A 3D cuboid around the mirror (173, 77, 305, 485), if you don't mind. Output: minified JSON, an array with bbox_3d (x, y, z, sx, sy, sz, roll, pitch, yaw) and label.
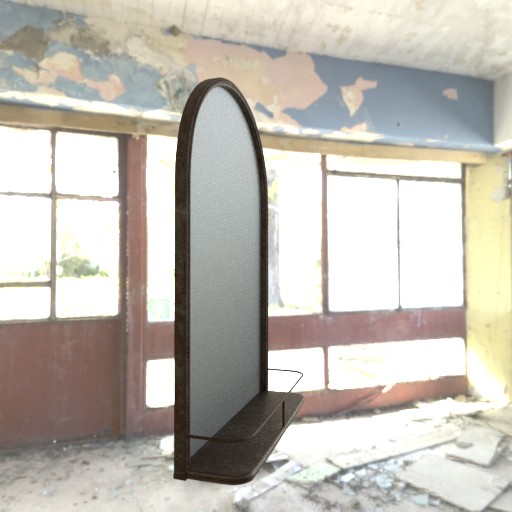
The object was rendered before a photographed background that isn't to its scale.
[{"bbox_3d":[0.000,0.000,0.986,0.137,0.770,0.510,0,-1,17],"label":"mirror"}]
